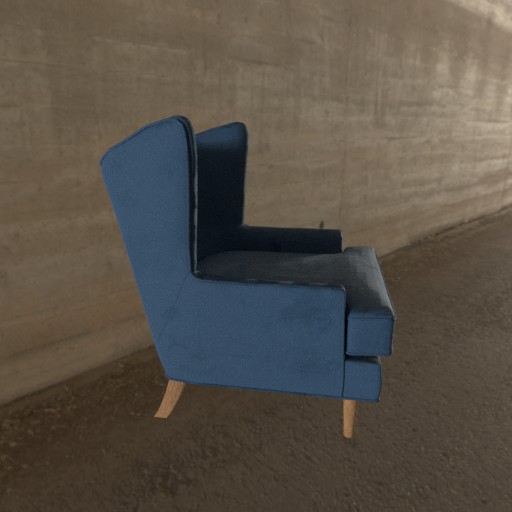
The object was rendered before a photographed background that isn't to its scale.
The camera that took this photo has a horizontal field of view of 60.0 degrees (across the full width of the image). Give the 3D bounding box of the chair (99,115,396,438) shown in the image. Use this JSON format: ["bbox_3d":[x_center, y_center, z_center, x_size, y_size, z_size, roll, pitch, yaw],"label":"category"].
[{"bbox_3d":[0.000,0.000,1.612,0.910,0.952,0.793,3,16,10],"label":"chair"}]
